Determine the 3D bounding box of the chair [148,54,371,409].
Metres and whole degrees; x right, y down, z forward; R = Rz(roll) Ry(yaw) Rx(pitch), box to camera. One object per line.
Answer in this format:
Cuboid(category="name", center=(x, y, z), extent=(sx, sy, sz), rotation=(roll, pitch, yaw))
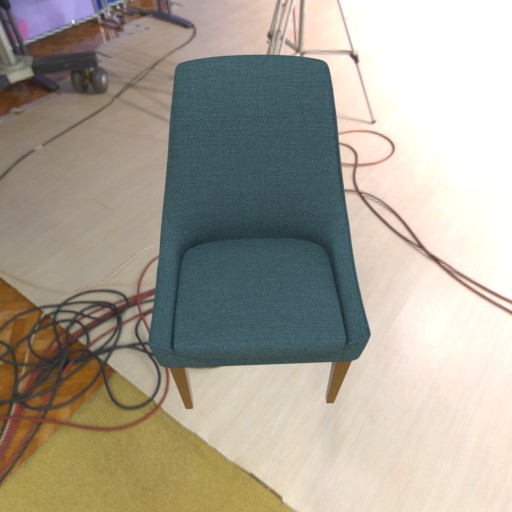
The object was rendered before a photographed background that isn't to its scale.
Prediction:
Cuboid(category="chair", center=(0.000, 0.000, 1.199), extent=(0.529, 0.861, 0.544), rotation=(-2, 49, -2))
